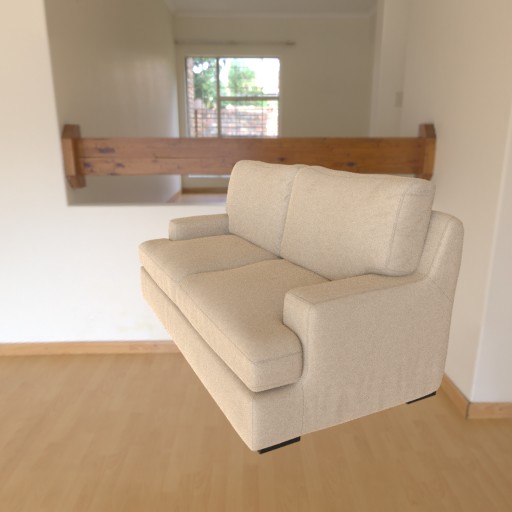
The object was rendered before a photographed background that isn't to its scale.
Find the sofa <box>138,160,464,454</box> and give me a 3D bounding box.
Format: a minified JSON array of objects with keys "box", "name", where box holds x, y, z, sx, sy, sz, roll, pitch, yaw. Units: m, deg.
[{"box":[0.000,0.000,2.443,0.962,0.967,1.885,-7,17,-25],"name":"sofa"}]
